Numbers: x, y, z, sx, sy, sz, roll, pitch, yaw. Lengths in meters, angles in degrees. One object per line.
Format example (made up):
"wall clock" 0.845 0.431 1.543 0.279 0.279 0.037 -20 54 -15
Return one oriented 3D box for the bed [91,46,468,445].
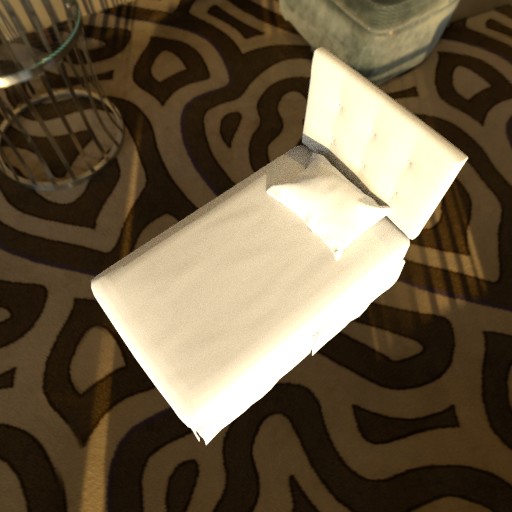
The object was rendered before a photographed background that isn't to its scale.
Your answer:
"bed" 0.000 0.000 2.926 1.997 1.571 1.261 -36 68 -17
